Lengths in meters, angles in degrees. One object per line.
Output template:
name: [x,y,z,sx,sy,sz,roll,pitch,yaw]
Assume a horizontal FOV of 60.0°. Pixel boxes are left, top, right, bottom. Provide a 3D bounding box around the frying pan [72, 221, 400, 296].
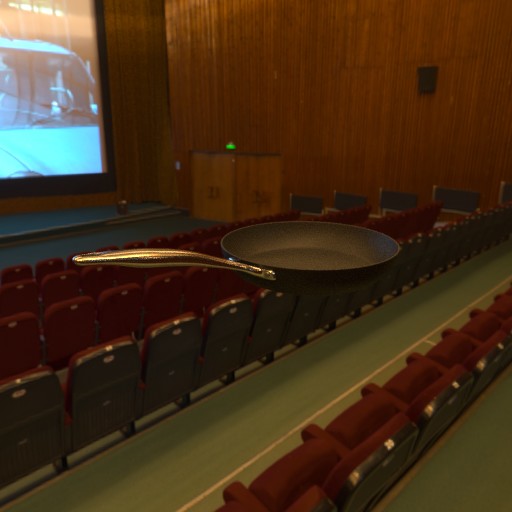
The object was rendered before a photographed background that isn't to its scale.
frying pan: [0.000,0.000,0.574,0.255,0.105,0.472,17,24,42]
